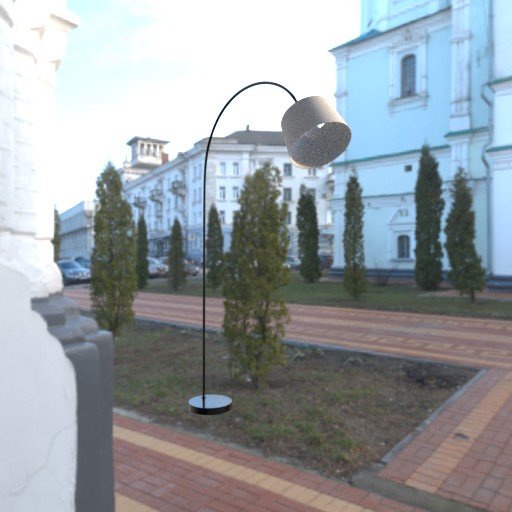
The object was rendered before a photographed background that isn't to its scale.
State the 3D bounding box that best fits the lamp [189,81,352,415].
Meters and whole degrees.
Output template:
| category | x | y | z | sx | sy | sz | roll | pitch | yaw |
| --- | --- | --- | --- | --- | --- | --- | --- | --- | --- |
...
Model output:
| category | x | y | z | sx | sy | sz | roll | pitch | yaw |
| --- | --- | --- | --- | --- | --- | --- | --- | --- | --- |
| lamp | 0.000 | 0.000 | 2.659 | 0.331 | 2.104 | 1.363 | 0 | 0 | -37 |
